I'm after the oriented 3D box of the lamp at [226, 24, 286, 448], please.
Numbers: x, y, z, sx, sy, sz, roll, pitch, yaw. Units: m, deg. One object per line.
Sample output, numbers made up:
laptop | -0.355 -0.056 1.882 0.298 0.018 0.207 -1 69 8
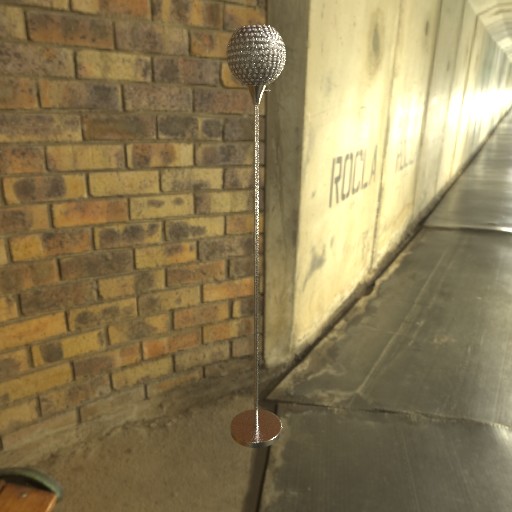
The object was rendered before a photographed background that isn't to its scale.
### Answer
lamp | 0.000 0.000 1.940 0.254 1.805 0.254 0 17 0
